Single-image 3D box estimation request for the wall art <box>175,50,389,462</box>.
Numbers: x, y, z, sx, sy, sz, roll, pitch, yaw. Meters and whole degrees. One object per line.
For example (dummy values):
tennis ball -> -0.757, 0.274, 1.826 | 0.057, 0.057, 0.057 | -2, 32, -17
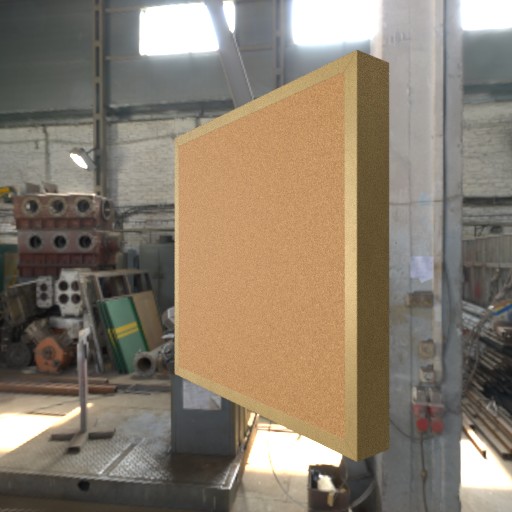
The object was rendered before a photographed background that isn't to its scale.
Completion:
wall art -> 0.000, 0.000, 0.461 | 0.038, 0.305, 0.305 | 0, 0, -36
